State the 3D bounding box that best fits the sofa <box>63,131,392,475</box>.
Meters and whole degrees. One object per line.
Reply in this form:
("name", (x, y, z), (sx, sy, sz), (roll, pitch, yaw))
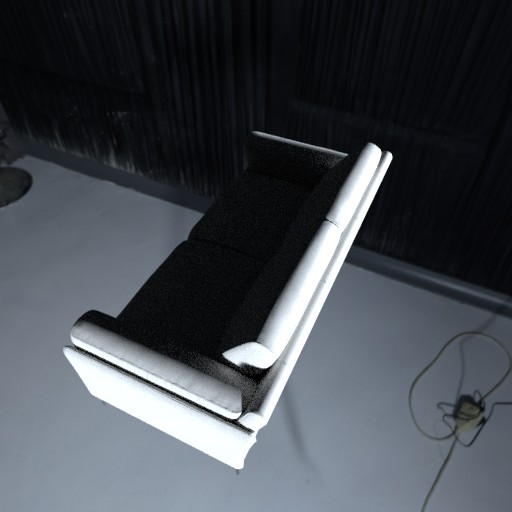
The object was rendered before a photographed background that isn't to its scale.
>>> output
("sofa", (0.000, 0.000, 2.650), (1.049, 0.930, 2.101), (19, 49, 17))
